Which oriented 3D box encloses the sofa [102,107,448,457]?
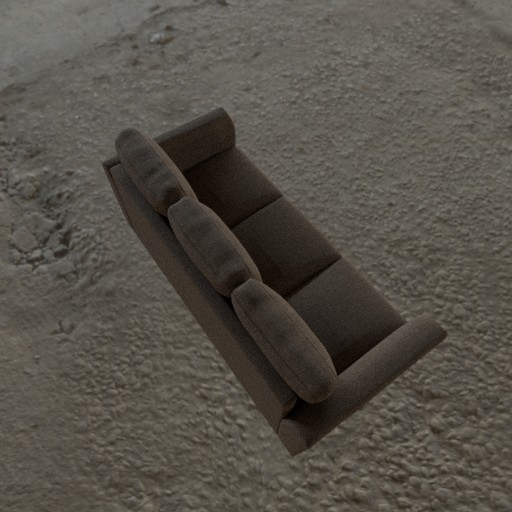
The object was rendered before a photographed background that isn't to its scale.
[{"bbox_3d":[0.000,0.000,2.392,0.837,0.891,1.847,-32,64,-18],"label":"sofa"}]
